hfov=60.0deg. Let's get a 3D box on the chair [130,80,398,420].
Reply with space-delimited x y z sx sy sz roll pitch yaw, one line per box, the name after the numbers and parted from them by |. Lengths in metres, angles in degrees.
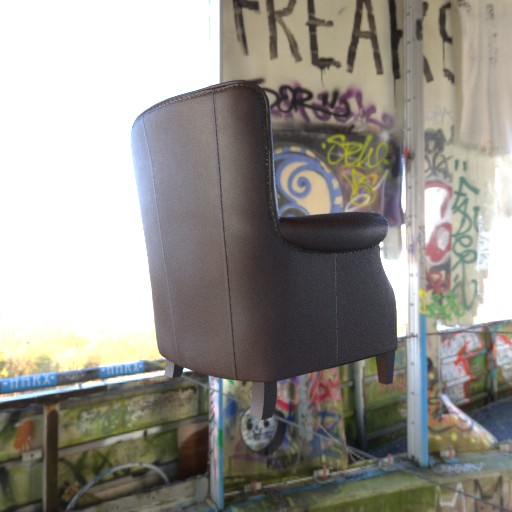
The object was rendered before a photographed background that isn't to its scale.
0.000 0.000 1.393 0.746 0.800 0.700 1 -1 -36 | chair
